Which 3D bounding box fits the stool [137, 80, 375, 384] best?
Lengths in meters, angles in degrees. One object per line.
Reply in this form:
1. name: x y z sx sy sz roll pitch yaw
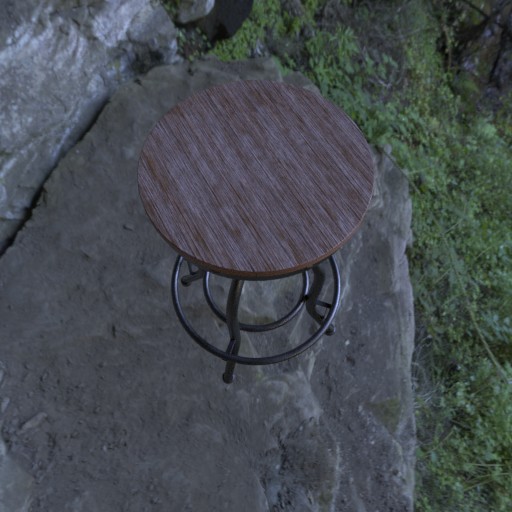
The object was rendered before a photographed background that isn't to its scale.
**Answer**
1. stool: 0.000 0.000 0.928 0.439 0.609 0.439 18 65 9
